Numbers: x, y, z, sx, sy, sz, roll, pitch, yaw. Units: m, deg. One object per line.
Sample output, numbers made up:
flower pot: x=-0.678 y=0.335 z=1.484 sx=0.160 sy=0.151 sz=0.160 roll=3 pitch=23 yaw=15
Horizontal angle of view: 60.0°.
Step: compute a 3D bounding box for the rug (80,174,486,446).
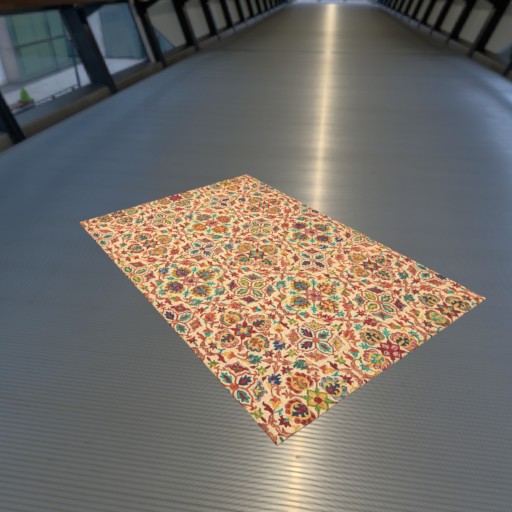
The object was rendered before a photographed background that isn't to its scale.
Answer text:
rug: x=0.000 y=0.000 z=2.313 sx=1.226 sy=0.013 sz=1.838 roll=-22 pitch=39 yaw=-31
